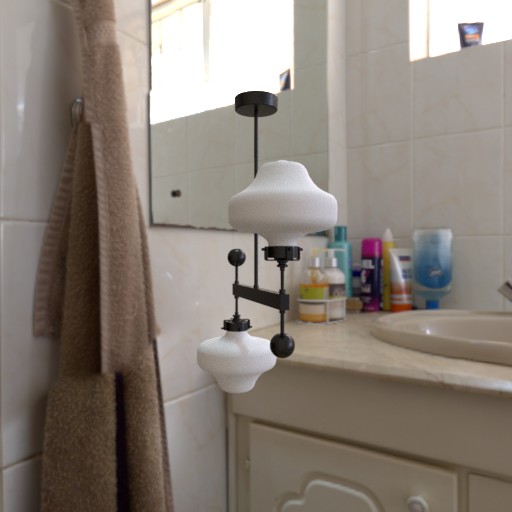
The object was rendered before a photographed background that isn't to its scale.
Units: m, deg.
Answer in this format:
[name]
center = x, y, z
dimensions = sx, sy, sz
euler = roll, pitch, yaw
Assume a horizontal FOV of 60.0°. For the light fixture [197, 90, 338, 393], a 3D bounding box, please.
[light fixture]
center = 0.000, 0.000, 1.044
dimensions = 0.489, 0.743, 0.422
euler = 0, 0, 35
